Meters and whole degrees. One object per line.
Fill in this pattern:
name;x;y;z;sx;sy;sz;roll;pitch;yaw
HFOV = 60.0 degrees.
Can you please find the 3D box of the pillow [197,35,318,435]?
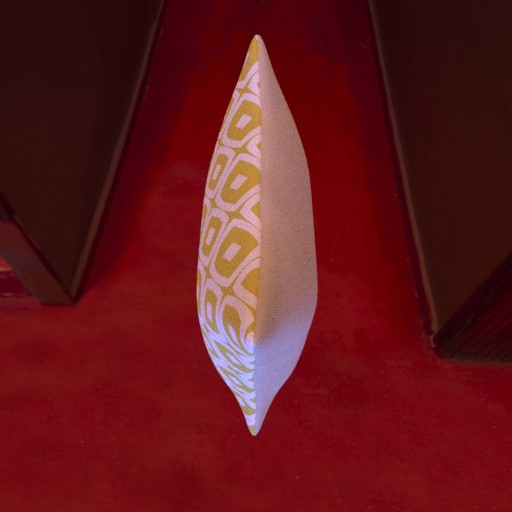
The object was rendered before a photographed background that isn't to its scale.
pillow;0.000;0.000;0.760;0.188;0.494;0.504;0;58;0
